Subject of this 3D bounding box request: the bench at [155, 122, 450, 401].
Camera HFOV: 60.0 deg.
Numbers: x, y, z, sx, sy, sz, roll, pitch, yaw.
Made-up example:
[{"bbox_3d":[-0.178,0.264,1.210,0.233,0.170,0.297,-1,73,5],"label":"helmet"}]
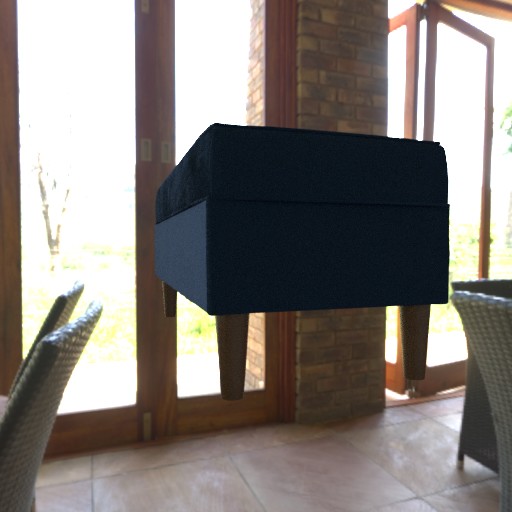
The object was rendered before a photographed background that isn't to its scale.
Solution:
[{"bbox_3d":[0.000,0.000,1.260,0.489,0.467,1.010,0,2,-18],"label":"bench"}]
